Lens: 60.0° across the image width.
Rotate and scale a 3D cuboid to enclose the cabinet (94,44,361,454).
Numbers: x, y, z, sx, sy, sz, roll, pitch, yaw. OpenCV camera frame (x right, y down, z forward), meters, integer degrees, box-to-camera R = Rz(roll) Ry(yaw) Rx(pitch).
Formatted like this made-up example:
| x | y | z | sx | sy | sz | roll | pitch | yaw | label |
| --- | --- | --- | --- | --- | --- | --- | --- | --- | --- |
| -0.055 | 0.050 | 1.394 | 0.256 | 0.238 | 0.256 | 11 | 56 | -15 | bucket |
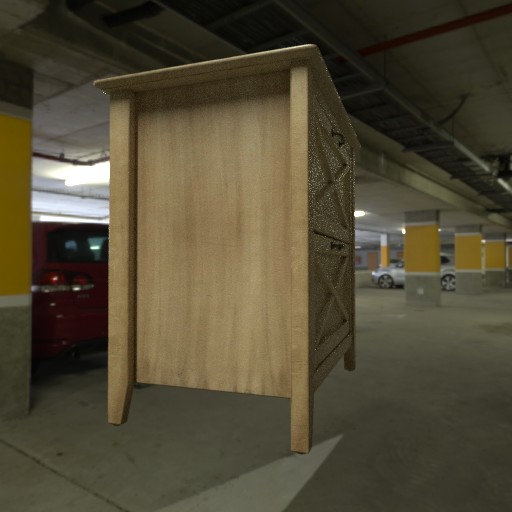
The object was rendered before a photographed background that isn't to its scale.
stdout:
| x | y | z | sx | sy | sz | roll | pitch | yaw | label |
| --- | --- | --- | --- | --- | --- | --- | --- | --- | --- |
| 0.000 | 0.000 | 1.244 | 0.503 | 0.762 | 0.763 | 0 | -1 | 19 | cabinet |
